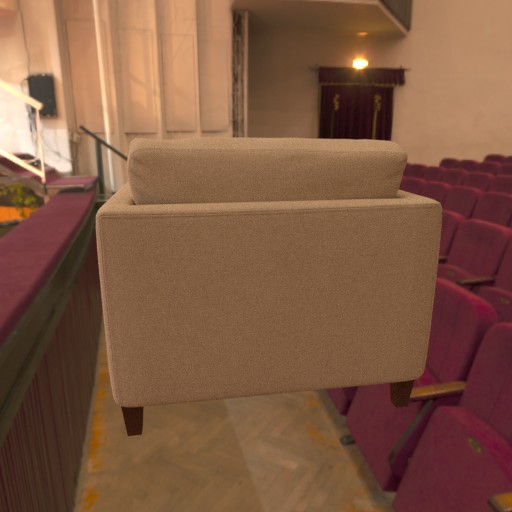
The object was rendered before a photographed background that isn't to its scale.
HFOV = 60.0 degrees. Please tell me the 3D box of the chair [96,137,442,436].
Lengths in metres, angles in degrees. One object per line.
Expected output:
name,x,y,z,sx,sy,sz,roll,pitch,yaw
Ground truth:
chair,0.000,0.000,1.844,1.107,0.961,0.959,-3,16,-9
